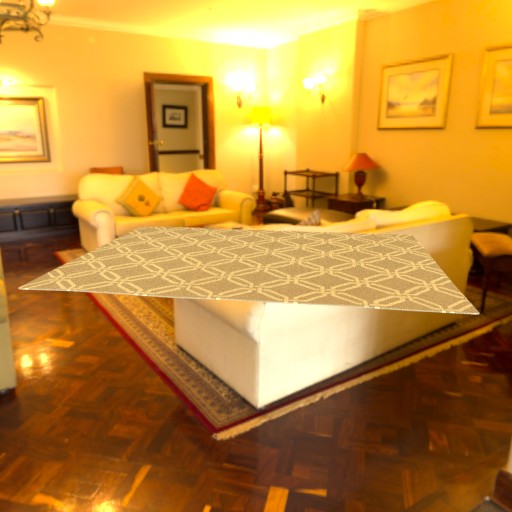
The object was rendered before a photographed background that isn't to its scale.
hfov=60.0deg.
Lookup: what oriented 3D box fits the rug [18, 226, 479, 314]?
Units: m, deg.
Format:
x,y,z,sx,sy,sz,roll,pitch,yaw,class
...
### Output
x,y,z,sx,sy,sz,roll,pitch,yaw,class
0.000,0.000,2.729,2.135,0.013,1.524,2,16,8,rug
